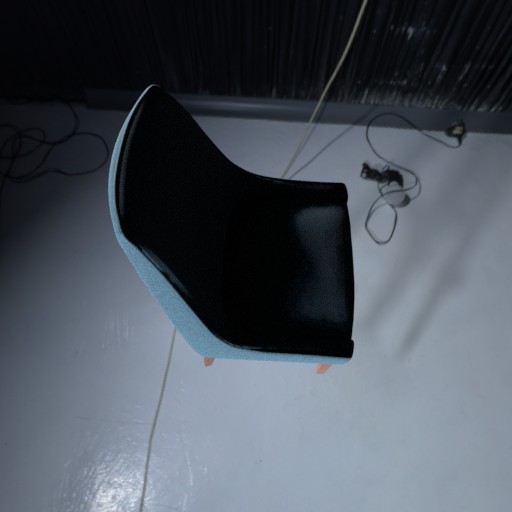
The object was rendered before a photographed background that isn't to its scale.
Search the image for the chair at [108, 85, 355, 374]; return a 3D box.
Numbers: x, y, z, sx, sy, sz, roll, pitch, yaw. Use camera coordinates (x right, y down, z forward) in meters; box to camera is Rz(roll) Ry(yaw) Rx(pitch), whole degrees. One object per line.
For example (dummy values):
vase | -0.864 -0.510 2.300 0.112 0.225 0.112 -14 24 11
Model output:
chair | 0.000 0.000 1.204 0.544 0.861 0.529 3 65 1
